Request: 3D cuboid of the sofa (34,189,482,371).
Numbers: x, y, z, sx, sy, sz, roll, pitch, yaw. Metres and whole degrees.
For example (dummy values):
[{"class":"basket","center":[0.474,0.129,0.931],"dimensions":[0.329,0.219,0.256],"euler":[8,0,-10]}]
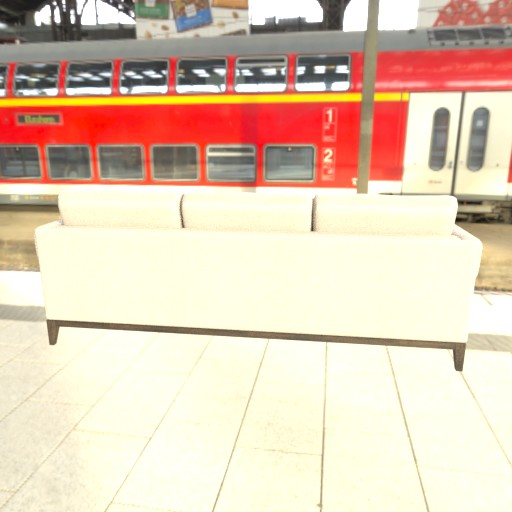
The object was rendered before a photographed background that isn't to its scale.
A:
[{"class":"sofa","center":[0.000,0.000,2.650],"dimensions":[2.210,0.838,0.959],"euler":[2,15,7]}]
